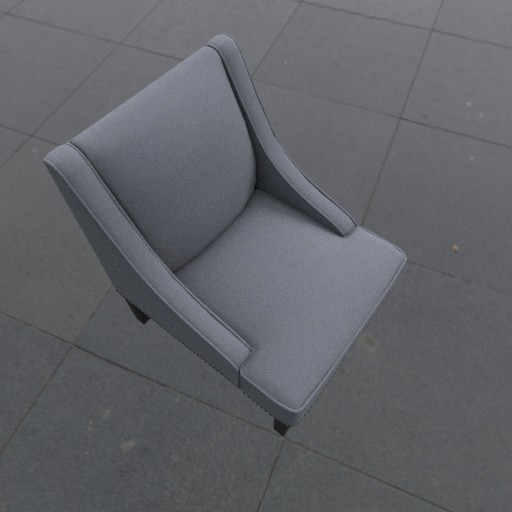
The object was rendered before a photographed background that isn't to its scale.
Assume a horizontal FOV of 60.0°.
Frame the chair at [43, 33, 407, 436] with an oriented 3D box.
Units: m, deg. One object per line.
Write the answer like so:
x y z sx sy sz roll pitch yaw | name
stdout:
0.000 0.000 1.343 0.747 0.867 0.631 33 63 19 | chair
